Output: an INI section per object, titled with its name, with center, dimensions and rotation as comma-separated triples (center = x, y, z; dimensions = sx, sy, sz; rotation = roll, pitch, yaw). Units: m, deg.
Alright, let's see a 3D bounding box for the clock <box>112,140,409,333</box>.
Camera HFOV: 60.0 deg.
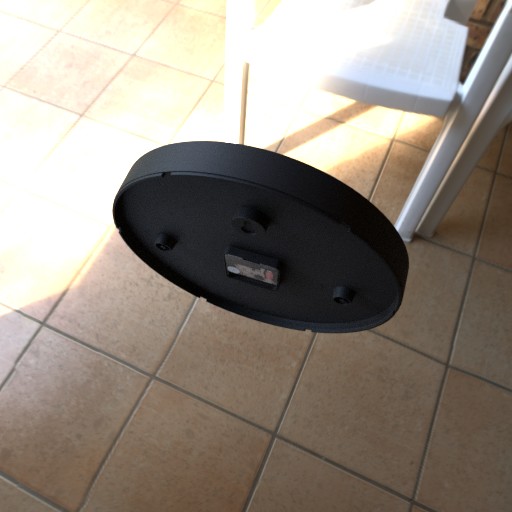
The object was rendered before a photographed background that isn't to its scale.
[clock]
center = 0.000, 0.000, 0.450
dimensions = 0.293, 0.293, 0.040
rotation = 16, 64, 8
